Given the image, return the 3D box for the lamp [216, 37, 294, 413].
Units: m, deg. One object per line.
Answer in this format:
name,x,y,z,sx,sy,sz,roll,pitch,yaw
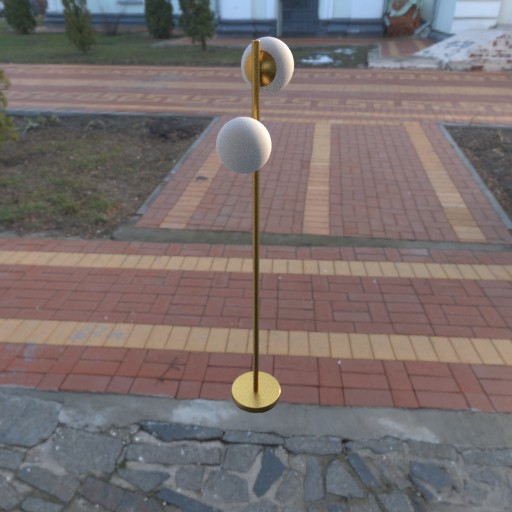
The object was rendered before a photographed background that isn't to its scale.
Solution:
lamp,0.000,0.000,1.864,0.249,1.641,0.419,11,32,18
